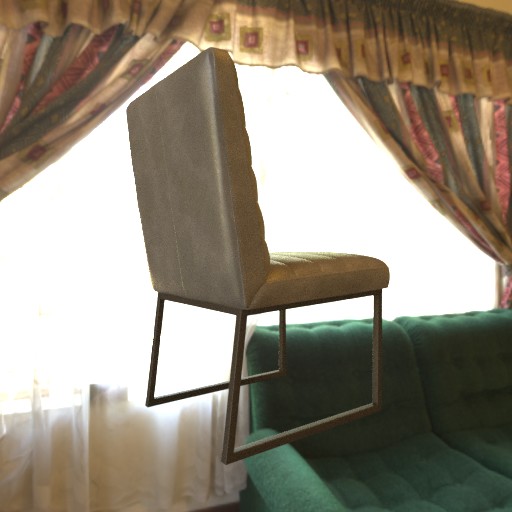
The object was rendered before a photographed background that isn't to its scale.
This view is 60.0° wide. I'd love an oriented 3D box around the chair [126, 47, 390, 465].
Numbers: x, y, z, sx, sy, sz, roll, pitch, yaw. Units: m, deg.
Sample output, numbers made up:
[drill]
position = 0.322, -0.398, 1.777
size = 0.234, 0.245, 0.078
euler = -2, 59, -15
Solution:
[chair]
position = 0.000, 0.000, 1.328
size = 0.634, 0.930, 0.520
euler = -1, 2, -37
